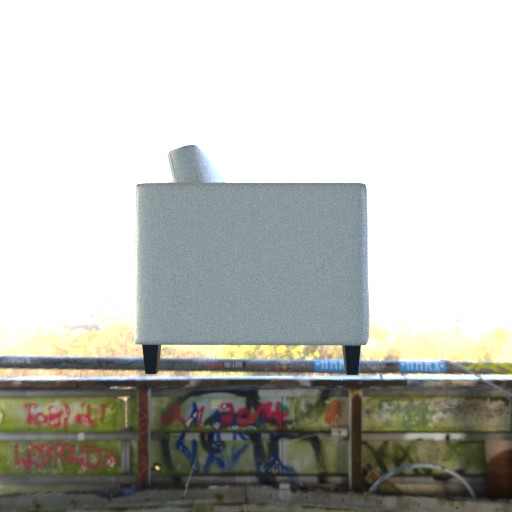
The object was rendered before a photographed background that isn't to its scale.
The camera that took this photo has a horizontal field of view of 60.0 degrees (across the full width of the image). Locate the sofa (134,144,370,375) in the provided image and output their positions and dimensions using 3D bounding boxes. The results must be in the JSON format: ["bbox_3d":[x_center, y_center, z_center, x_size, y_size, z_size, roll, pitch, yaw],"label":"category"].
[{"bbox_3d":[0.000,0.000,2.915,0.948,0.965,2.434,0,0,1],"label":"sofa"}]
